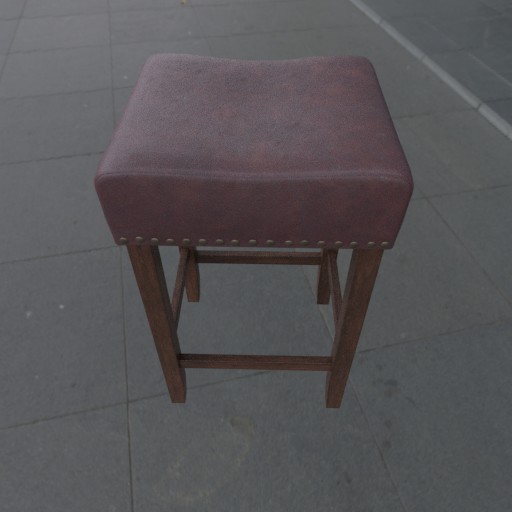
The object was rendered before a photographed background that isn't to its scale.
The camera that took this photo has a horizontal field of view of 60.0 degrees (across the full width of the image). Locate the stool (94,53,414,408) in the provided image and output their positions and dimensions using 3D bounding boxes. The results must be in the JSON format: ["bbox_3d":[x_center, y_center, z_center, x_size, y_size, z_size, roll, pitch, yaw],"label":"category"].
[{"bbox_3d":[0.000,0.000,1.025,0.465,0.769,0.401,1,47,1],"label":"stool"}]
